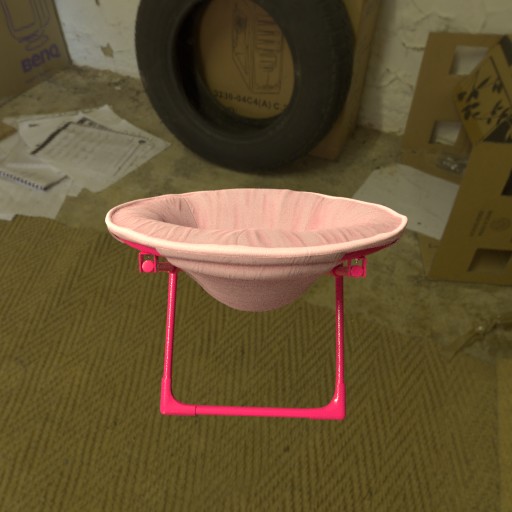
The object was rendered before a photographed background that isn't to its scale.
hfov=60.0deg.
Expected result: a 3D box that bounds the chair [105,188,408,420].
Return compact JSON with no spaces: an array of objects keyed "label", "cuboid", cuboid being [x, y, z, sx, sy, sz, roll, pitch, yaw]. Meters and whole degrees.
[{"label":"chair","cuboid":[0.000,0.000,0.884,0.522,0.494,0.459,1,47,1]}]
